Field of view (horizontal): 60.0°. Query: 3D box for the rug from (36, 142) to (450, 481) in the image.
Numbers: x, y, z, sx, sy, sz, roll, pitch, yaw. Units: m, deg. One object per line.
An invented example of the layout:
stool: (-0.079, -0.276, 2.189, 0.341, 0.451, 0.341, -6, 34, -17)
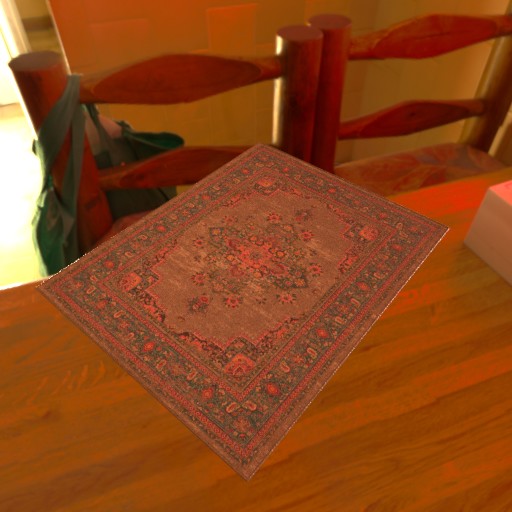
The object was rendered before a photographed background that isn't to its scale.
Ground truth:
rug: (0.000, 0.000, 4.105, 2.434, 0.013, 3.057, 31, 54, 27)
